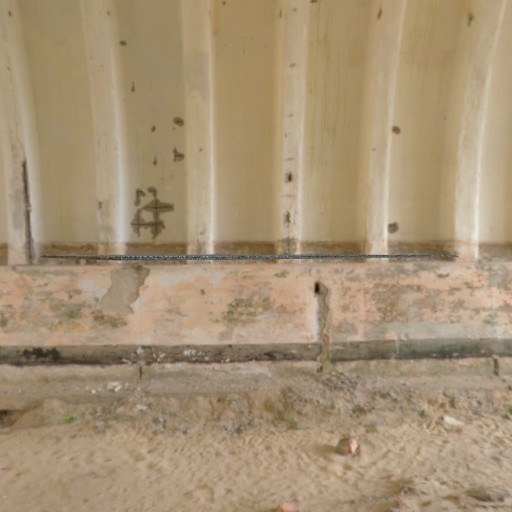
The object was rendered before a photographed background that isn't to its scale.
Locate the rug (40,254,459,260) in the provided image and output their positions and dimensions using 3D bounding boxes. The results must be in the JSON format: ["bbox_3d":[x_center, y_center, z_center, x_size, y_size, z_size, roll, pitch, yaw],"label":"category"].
[{"bbox_3d":[0.000,0.000,3.043,2.443,0.021,1.538,0,0,-36],"label":"rug"}]
